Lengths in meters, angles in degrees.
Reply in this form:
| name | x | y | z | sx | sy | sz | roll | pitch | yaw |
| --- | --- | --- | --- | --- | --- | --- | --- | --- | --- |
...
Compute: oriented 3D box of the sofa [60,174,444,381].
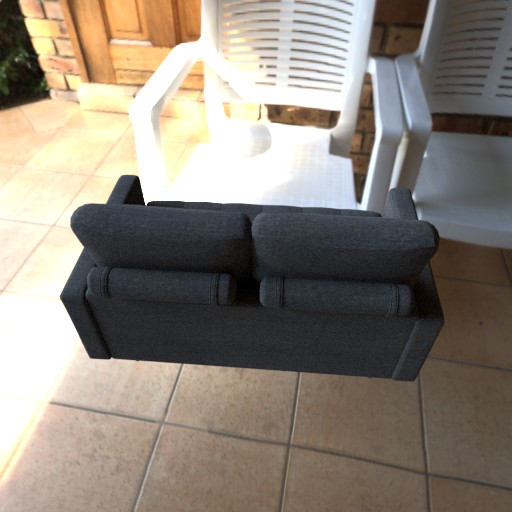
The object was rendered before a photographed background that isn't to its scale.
| name | x | y | z | sx | sy | sz | roll | pitch | yaw |
| --- | --- | --- | --- | --- | --- | --- | --- | --- | --- |
| sofa | 0.000 | 0.000 | 1.944 | 1.407 | 0.907 | 0.842 | 3 | 46 | 3 |
